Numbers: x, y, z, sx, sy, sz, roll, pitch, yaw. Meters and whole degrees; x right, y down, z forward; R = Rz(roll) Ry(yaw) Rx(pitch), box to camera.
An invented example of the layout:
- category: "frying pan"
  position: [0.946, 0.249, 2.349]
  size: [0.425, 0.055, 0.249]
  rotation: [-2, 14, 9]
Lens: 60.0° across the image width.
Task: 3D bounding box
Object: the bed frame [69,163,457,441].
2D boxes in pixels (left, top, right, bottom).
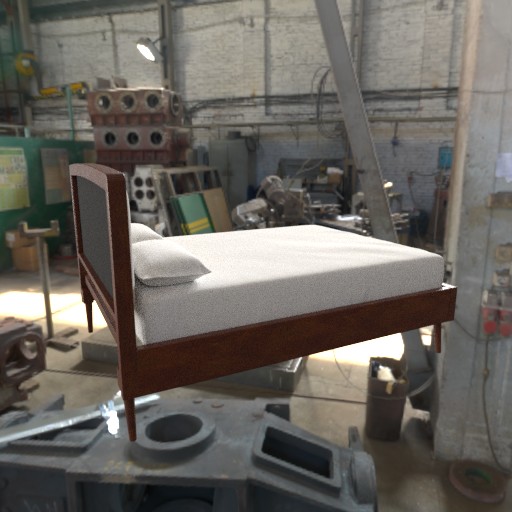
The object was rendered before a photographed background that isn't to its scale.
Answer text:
- category: "bed frame"
  position: [0.000, 0.000, 3.088]
  size: [2.171, 1.279, 1.587]
  rotation: [-7, 15, -27]
